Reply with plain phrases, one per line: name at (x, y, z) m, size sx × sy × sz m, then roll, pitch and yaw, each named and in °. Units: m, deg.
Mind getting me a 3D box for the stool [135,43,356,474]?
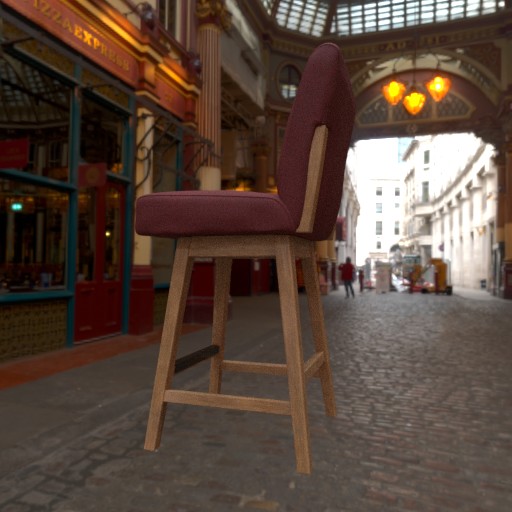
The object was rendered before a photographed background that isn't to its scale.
stool at (0.000, 0.000, 1.324) m, size 0.562 × 1.038 × 0.468 m, roll 0°, pitch -1°, yaw 18°
